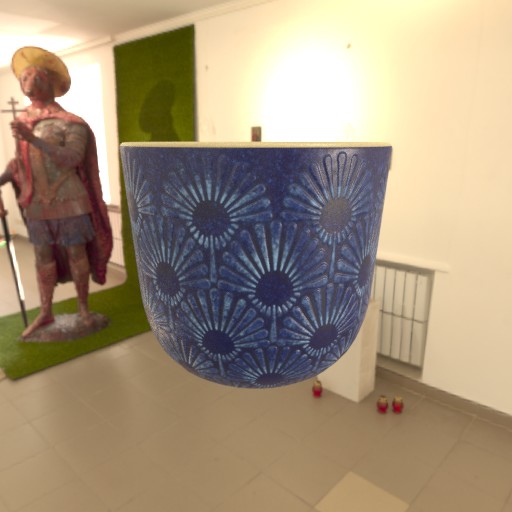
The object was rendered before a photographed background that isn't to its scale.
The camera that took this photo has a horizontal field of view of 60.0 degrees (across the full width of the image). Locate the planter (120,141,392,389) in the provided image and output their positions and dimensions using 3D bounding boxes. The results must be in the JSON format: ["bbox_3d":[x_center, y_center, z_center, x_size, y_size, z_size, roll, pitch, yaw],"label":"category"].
[{"bbox_3d":[0.000,0.000,0.307,0.170,0.153,0.170,0,15,0],"label":"planter"}]
